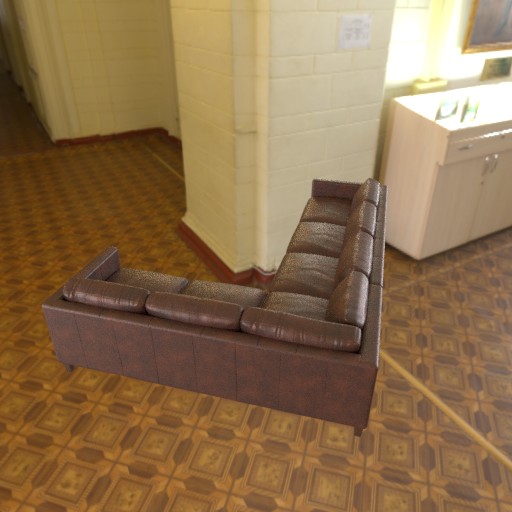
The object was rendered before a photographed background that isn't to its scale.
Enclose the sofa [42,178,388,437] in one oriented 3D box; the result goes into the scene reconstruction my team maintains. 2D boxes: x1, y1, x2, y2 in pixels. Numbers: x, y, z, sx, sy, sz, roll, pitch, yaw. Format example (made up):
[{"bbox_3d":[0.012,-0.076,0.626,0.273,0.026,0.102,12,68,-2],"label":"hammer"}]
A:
[{"bbox_3d":[0.000,0.000,4.430,2.438,0.836,3.152,8,31,13],"label":"sofa"}]
